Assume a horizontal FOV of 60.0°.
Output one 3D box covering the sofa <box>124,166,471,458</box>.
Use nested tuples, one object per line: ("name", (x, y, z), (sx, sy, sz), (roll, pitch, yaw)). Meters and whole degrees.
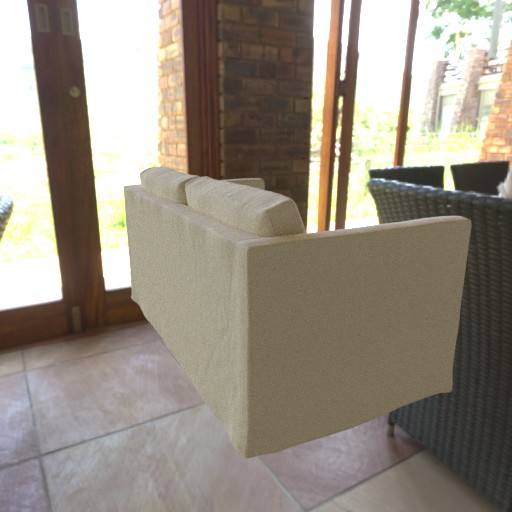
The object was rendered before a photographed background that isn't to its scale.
("sofa", (0.000, 0.000, 2.242), (0.962, 0.834, 1.746), (-8, 17, -26))
